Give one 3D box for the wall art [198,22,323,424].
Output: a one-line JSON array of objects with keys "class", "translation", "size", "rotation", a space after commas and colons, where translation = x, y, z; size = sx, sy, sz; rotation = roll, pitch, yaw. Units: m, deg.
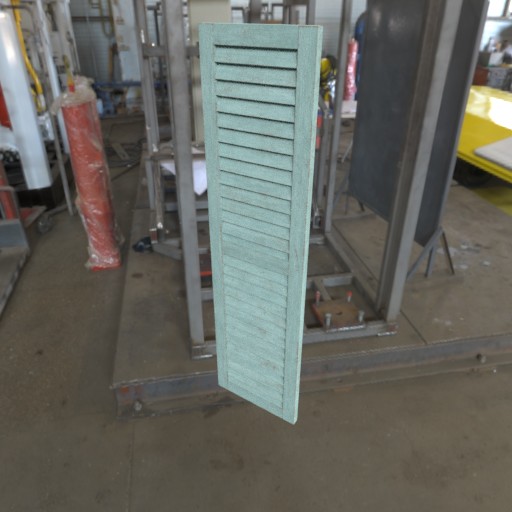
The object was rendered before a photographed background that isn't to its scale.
[{"class": "wall art", "translation": [0.000, 0.000, 1.314], "size": [0.329, 1.219, 0.025], "rotation": [18, 34, 29]}]
